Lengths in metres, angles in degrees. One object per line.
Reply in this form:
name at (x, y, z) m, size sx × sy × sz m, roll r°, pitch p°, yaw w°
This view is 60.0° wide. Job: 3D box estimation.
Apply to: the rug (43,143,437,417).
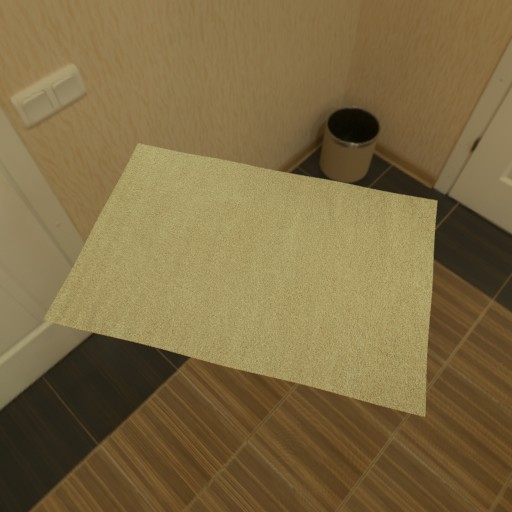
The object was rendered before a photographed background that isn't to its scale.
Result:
rug at (0.000, 0.000, 3.469) m, size 2.699 × 0.025 × 1.800 m, roll 12°, pitch 60°, yaw 7°
